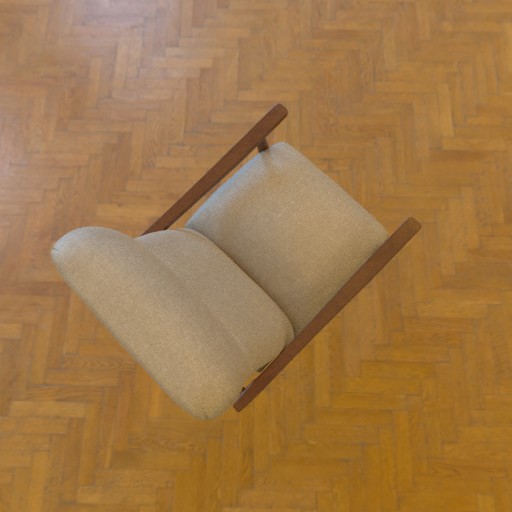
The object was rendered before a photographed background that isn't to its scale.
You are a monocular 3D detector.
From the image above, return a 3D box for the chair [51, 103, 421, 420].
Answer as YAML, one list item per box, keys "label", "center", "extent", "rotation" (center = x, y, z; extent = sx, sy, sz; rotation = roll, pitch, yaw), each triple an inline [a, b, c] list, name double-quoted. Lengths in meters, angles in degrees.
- label: "chair"
  center: [0.000, 0.000, 1.736]
  extent: [1.030, 1.082, 0.762]
  rotation: [-44, 79, -11]
